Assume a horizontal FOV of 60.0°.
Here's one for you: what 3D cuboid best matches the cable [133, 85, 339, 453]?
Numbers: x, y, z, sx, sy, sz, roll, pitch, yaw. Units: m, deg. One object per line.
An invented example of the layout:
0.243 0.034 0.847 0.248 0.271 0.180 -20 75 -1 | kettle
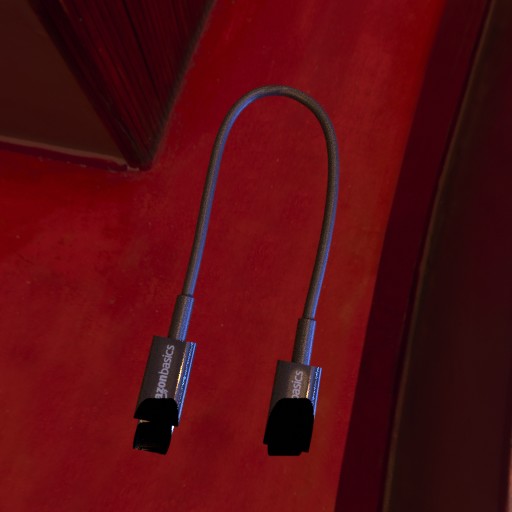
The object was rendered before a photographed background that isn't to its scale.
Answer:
0.000 0.000 0.111 0.041 0.005 0.098 10 76 3 | cable
